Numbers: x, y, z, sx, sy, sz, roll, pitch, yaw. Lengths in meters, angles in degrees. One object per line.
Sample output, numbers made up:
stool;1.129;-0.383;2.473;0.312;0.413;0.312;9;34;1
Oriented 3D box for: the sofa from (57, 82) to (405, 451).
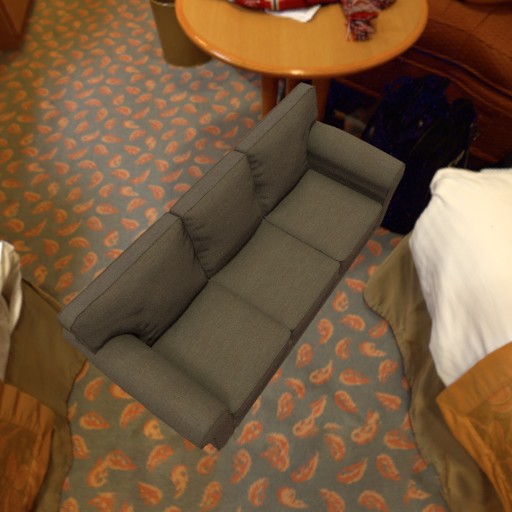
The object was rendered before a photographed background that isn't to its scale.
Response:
sofa;0.000;0.000;2.640;0.909;0.966;2.084;31;62;18
